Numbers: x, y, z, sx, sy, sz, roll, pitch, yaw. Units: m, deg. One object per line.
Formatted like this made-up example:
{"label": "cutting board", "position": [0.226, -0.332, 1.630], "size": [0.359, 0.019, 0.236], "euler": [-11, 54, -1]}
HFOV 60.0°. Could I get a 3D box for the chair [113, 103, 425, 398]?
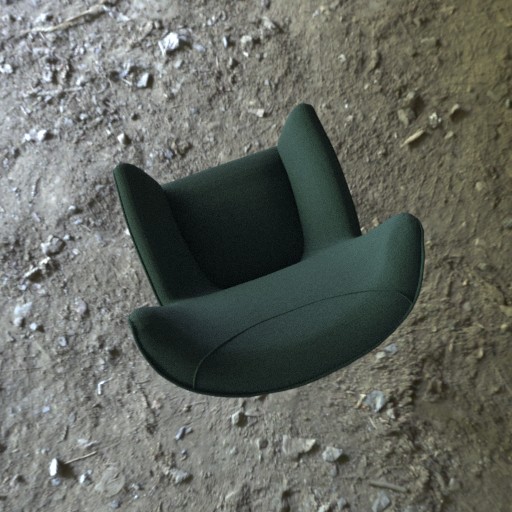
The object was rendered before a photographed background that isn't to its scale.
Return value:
{"label": "chair", "position": [0.000, 0.000, 1.582], "size": [0.781, 0.933, 0.888], "euler": [-20, 77, -5]}
